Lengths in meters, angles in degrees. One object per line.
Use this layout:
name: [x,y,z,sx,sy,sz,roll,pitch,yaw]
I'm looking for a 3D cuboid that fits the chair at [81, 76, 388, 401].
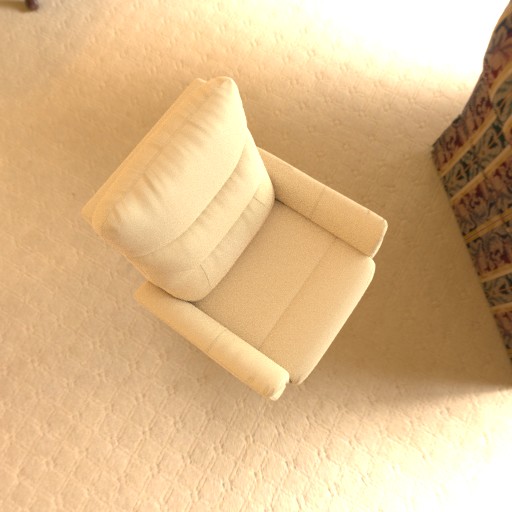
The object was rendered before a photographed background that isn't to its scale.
chair: [0.000,0.000,1.615,0.831,1.082,0.775,35,78,8]
